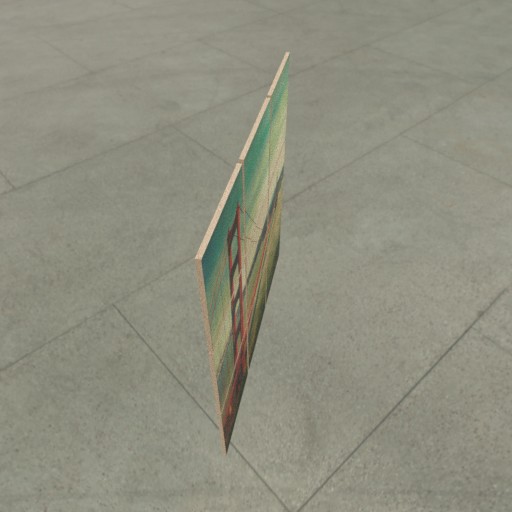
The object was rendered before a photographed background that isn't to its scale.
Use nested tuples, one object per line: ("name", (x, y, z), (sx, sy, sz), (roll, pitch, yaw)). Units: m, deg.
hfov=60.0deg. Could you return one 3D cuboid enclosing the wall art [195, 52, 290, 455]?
("wall art", (0.000, 0.000, 1.404), (0.012, 0.910, 0.917), (9, 47, 9))
